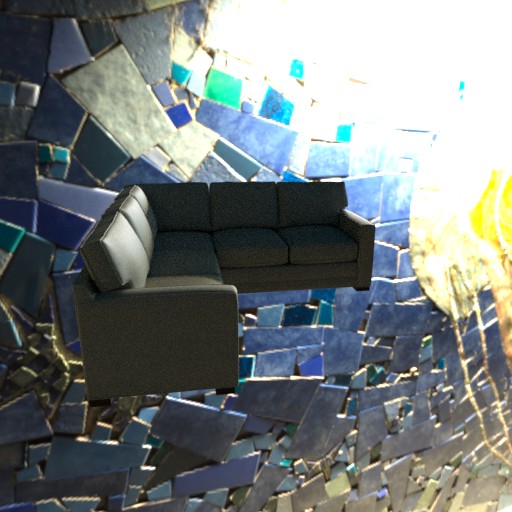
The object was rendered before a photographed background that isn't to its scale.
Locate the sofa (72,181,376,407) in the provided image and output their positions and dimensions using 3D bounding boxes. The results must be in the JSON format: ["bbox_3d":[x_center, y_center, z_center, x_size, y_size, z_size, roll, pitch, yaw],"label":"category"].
[{"bbox_3d":[0.000,0.000,3.425,2.211,0.936,2.188,-3,17,-10],"label":"sofa"}]
